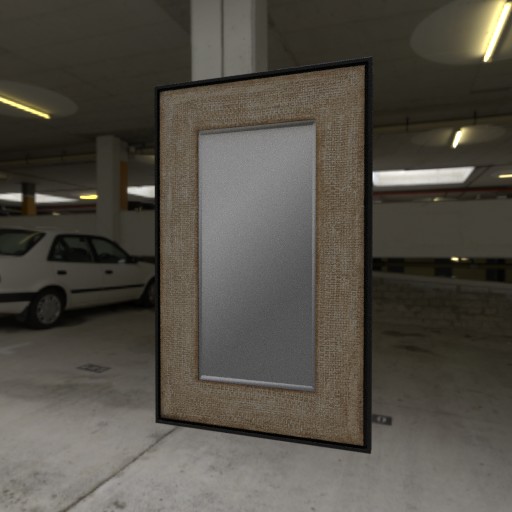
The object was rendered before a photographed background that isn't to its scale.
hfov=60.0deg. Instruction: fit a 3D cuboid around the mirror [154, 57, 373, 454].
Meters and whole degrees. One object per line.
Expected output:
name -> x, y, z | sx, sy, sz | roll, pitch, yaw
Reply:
mirror -> 0.000, 0.000, 1.501 | 0.762, 1.219, 0.038 | 0, 1, 19
